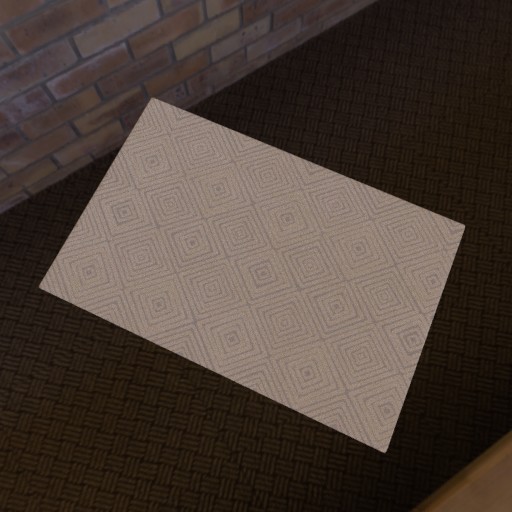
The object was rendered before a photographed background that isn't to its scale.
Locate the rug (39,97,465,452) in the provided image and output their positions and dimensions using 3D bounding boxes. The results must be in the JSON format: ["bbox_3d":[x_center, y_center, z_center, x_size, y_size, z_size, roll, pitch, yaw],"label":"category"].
[{"bbox_3d":[0.000,0.000,2.152,1.753,0.008,1.143,24,76,6],"label":"rug"}]
